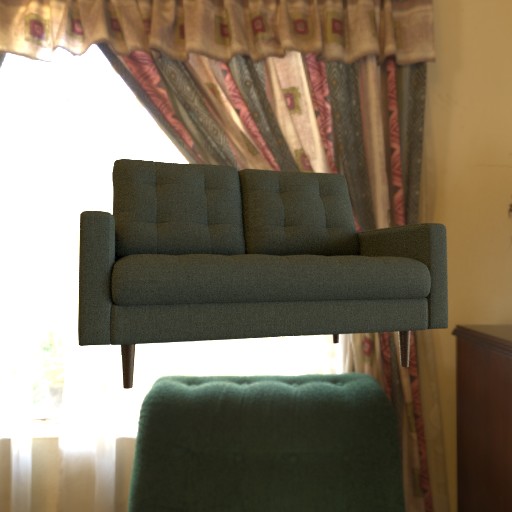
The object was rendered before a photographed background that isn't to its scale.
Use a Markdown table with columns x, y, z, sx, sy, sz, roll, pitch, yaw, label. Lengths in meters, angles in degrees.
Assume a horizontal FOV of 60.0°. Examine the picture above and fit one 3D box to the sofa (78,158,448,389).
| x | y | z | sx | sy | sz | roll | pitch | yaw | label |
| --- | --- | --- | --- | --- | --- | --- | --- | --- | --- |
| 0.000 | 0.000 | 1.955 | 1.407 | 0.907 | 0.842 | 1 | -2 | -18 | sofa |
